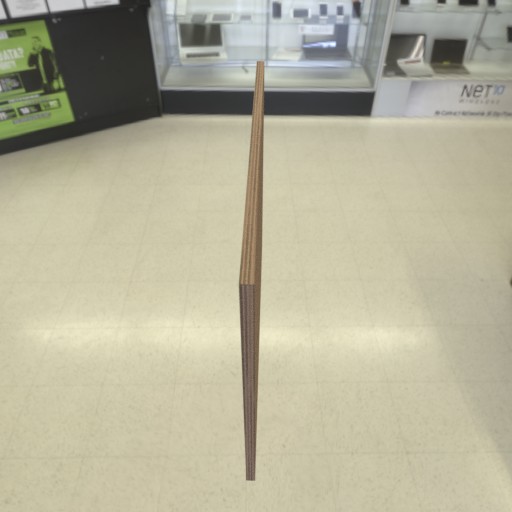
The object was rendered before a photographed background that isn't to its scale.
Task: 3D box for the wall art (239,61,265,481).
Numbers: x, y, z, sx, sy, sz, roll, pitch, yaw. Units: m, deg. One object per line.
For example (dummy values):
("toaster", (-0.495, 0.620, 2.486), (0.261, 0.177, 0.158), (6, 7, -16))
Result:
("wall art", (0.000, 0.000, 0.682), (0.013, 0.406, 0.508), (1, 43, 1))
